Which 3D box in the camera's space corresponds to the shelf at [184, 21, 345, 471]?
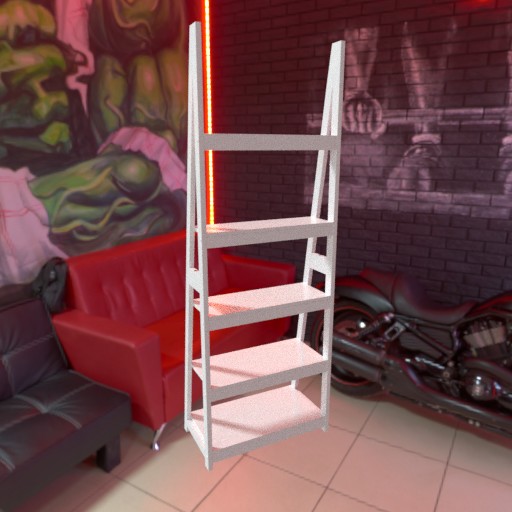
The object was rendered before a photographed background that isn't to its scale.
[{"bbox_3d":[0.000,0.000,1.998,0.636,1.779,0.341,-7,15,-26],"label":"shelf"}]
